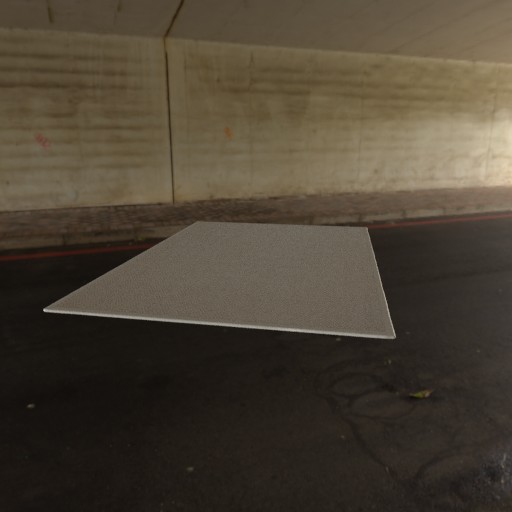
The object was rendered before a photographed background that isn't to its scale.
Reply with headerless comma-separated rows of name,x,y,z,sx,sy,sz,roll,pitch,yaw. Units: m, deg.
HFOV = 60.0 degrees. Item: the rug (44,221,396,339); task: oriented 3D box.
rug,0.000,0.000,2.918,1.532,0.017,2.244,3,15,10
